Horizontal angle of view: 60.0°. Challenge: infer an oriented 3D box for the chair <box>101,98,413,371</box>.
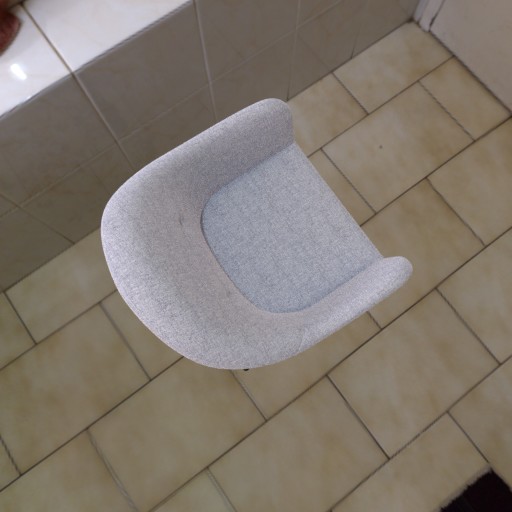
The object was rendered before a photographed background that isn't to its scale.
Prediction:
[{"bbox_3d":[0.000,0.000,1.165,0.570,0.780,0.540,-33,79,-8],"label":"chair"}]
